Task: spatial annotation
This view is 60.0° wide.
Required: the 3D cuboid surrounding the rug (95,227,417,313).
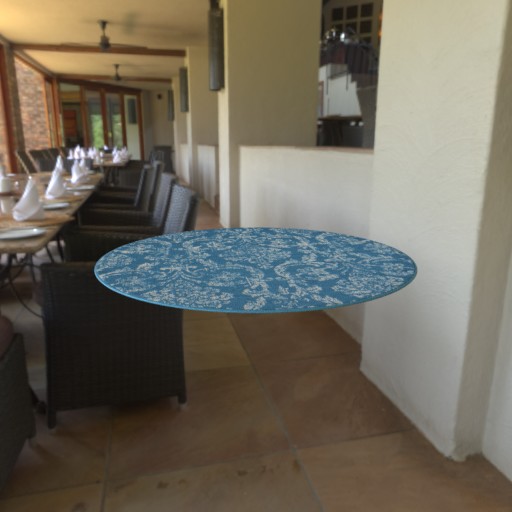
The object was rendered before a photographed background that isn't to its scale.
[{"bbox_3d":[0.000,0.000,2.318,1.593,0.012,1.593,0,14,0],"label":"rug"}]
